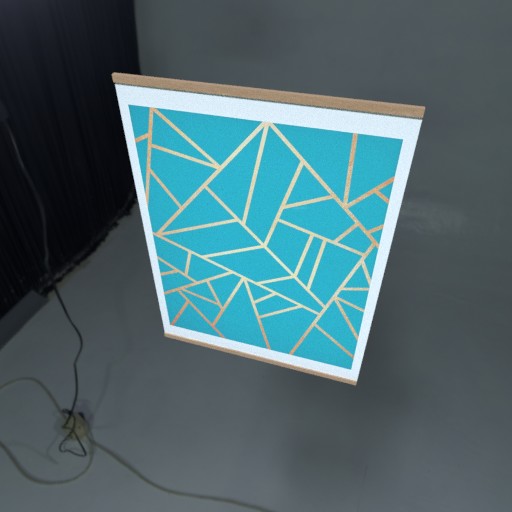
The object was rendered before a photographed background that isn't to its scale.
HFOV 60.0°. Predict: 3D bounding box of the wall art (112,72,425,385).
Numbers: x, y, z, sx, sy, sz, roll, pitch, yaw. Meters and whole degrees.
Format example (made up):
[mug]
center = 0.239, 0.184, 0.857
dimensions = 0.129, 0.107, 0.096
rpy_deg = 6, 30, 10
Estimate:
[wall art]
center = 0.000, 0.000, 1.362
dimensions = 0.758, 1.016, 0.013
rpy_deg = 11, 41, 13
